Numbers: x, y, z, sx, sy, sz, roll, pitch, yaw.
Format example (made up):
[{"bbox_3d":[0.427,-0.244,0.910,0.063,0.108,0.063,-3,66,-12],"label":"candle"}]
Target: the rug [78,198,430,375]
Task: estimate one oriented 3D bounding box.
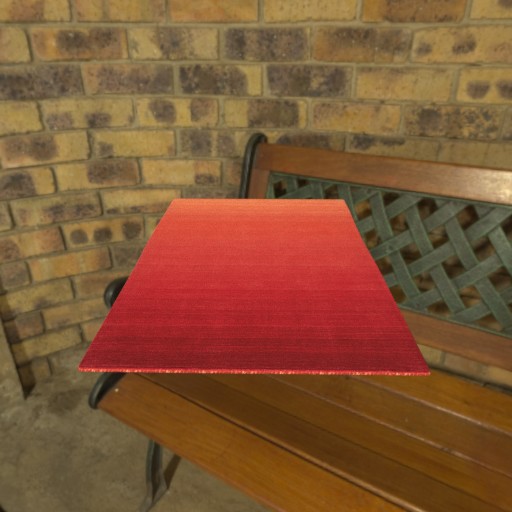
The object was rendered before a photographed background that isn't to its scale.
[{"bbox_3d":[0.000,0.000,2.346,1.230,0.018,1.835,0,26,1],"label":"rug"}]
